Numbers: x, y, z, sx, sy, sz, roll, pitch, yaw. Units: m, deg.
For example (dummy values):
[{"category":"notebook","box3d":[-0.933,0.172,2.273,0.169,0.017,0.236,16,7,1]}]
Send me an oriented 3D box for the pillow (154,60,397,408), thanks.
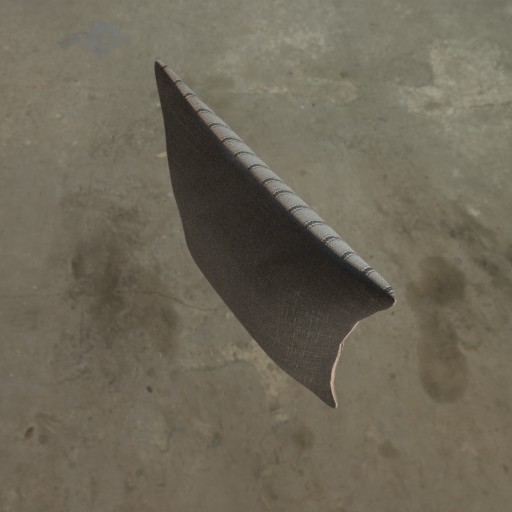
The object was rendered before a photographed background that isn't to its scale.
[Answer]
[{"category":"pillow","box3d":[0.000,0.000,0.708,0.138,0.444,0.468,-32,63,-19]}]
